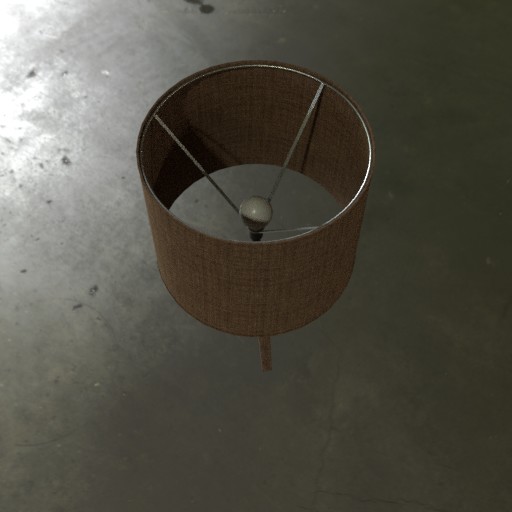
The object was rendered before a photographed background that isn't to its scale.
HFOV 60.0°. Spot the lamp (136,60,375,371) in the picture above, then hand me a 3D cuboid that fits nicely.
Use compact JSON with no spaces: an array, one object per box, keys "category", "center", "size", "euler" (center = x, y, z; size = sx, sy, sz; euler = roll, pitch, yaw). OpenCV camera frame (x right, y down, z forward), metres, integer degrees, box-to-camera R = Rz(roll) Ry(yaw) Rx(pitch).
[{"category":"lamp","center":[0.000,0.000,0.689],"size":[0.290,0.514,0.290],"euler":[0,62,0]}]
